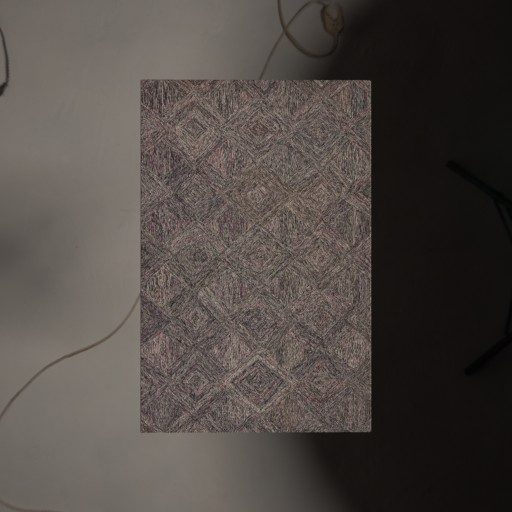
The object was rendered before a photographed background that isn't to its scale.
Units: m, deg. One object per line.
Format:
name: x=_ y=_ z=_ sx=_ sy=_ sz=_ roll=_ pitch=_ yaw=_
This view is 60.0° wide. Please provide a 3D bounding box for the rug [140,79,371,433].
rug: x=0.000 y=0.000 z=2.891 sx=1.501 sy=0.017 sz=2.298 roll=0 pitch=90 yaw=-1
